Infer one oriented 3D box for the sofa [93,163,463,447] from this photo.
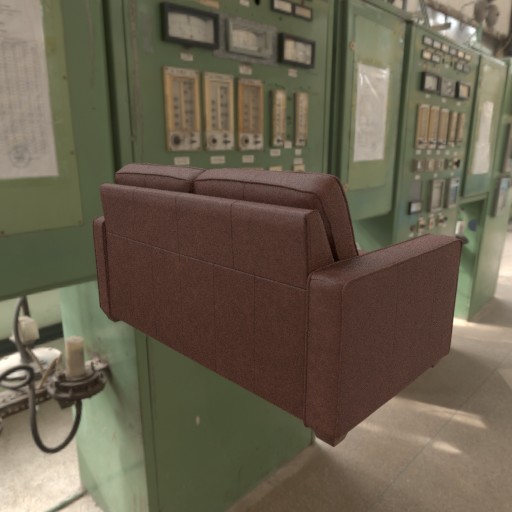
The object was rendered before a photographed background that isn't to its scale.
[{"bbox_3d":[0.000,0.000,2.255,0.947,0.918,1.709,-14,20,-43],"label":"sofa"}]
